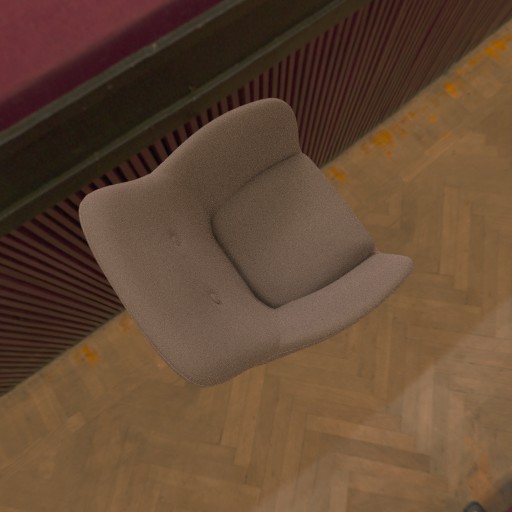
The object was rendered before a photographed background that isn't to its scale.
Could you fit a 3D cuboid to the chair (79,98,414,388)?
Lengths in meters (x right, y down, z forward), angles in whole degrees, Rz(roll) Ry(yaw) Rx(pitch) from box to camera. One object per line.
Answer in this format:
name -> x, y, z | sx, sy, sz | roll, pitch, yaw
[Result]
chair -> 0.000, 0.000, 1.208 | 0.590, 0.830, 0.570 | -34, 79, -7
